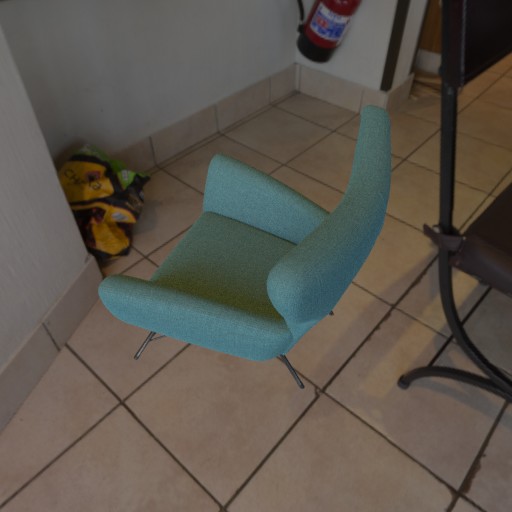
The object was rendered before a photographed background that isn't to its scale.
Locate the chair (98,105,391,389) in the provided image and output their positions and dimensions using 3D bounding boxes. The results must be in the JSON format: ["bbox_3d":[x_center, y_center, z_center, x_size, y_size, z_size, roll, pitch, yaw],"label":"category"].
[{"bbox_3d":[0.000,0.000,1.796,0.900,0.980,1.050,17,47,16],"label":"chair"}]
